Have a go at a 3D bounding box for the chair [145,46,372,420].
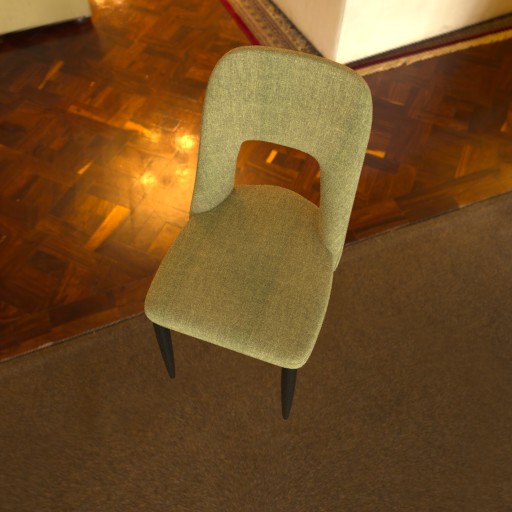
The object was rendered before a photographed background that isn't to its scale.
[{"bbox_3d":[0.000,0.000,1.280,0.470,0.931,0.612,17,59,10],"label":"chair"}]
